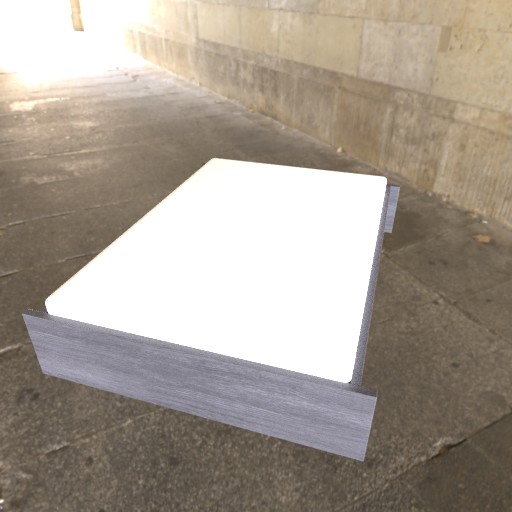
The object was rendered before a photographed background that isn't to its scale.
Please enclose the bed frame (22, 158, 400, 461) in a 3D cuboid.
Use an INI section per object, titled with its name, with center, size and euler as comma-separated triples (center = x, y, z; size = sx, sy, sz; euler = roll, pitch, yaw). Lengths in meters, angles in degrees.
[bed frame]
center = 0.000, 0.000, 2.575
size = 1.490, 0.432, 1.950
euler = 10, 33, 15
